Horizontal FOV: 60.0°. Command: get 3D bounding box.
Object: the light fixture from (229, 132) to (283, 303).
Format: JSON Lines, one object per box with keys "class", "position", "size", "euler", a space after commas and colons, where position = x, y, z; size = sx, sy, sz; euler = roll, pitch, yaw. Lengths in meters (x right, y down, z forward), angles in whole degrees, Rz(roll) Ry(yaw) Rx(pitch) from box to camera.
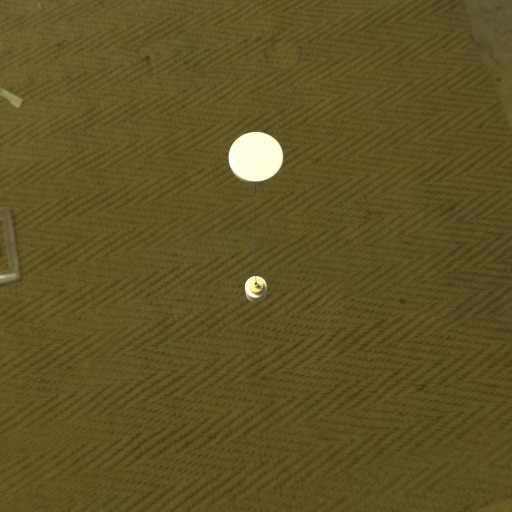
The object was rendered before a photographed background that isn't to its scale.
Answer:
{"class": "light fixture", "position": [0.000, 0.000, 1.885], "size": [0.125, 1.798, 0.125], "euler": [-33, 78, -8]}
